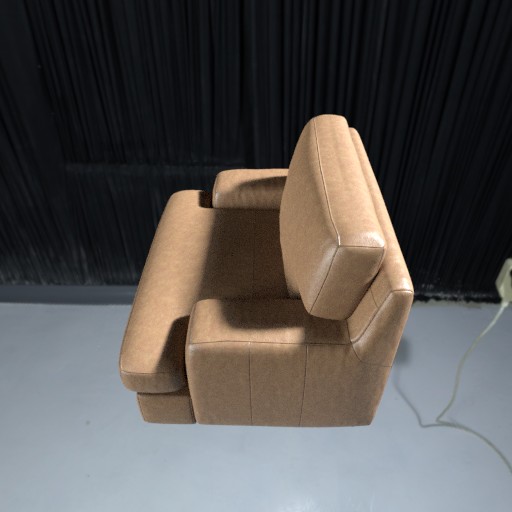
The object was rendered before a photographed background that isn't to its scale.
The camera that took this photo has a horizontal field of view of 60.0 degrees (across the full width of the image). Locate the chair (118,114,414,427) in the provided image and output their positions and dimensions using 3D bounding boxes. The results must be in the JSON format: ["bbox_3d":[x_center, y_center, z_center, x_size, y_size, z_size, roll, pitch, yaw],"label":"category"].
[{"bbox_3d":[0.000,0.000,2.039,1.050,0.978,1.276,1,40,1],"label":"chair"}]
